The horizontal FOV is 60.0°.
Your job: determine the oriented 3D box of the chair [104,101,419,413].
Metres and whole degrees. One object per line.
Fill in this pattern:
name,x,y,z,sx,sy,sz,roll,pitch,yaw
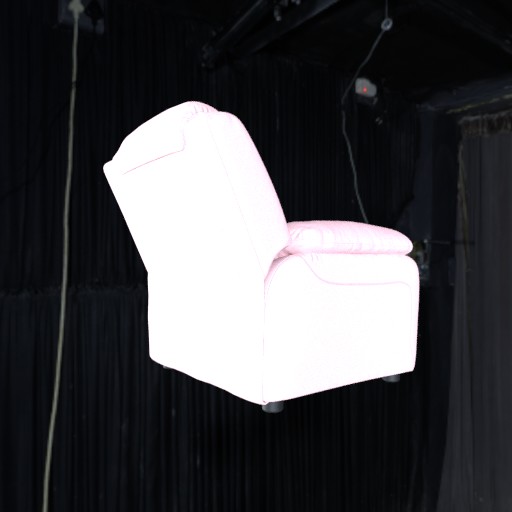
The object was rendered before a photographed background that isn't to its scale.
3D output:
chair,0.000,0.000,1.289,0.709,0.702,0.680,1,-1,-38
